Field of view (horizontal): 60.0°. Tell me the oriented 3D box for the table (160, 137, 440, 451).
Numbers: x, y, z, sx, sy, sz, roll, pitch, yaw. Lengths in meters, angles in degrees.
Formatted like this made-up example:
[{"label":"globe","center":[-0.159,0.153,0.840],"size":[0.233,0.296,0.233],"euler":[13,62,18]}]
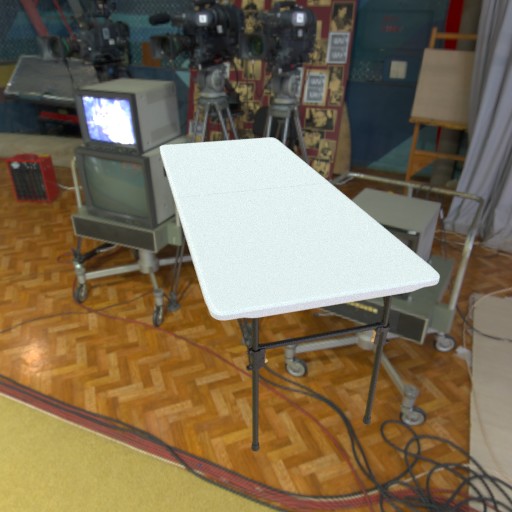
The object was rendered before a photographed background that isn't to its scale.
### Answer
[{"label":"table","center":[0.000,0.000,2.271],"size":[0.761,0.719,1.829],"euler":[-8,30,-13]}]
